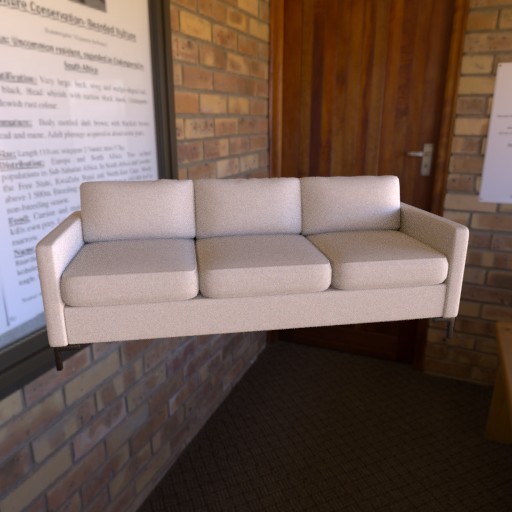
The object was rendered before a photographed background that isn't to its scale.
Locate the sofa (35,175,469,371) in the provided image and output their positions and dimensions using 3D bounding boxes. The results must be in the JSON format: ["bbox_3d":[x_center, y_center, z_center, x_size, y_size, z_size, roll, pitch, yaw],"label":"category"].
[{"bbox_3d":[0.000,0.000,2.661,2.218,0.874,0.859,-3,17,-9],"label":"sofa"}]
